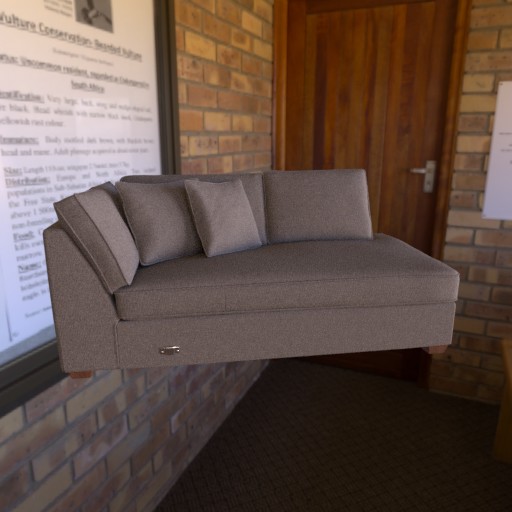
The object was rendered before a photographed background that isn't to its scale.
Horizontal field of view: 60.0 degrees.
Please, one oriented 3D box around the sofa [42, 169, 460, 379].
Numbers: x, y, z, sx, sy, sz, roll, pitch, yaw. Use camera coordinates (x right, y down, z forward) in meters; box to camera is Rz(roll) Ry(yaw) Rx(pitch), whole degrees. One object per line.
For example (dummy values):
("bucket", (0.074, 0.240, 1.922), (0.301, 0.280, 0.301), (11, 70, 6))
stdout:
("sofa", (0.000, 0.000, 2.839), (2.237, 1.033, 1.110), (-2, 15, -9))
